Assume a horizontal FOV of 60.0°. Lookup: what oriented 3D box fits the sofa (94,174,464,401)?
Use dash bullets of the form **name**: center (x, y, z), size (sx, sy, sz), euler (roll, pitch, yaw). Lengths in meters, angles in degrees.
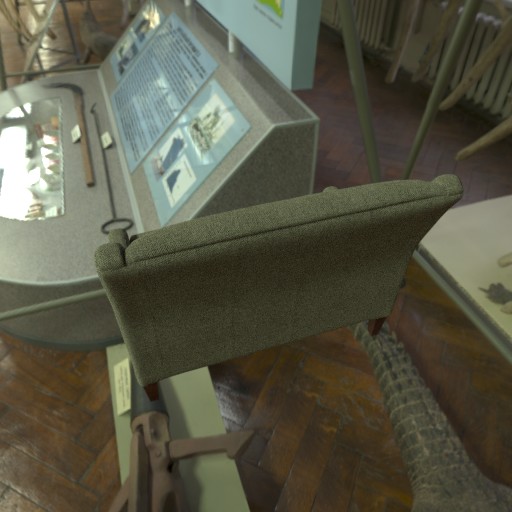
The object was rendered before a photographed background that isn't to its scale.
- **sofa**: center (0.000, 0.000, 1.972), size (1.242, 1.021, 0.870), euler (-13, 43, -14)
